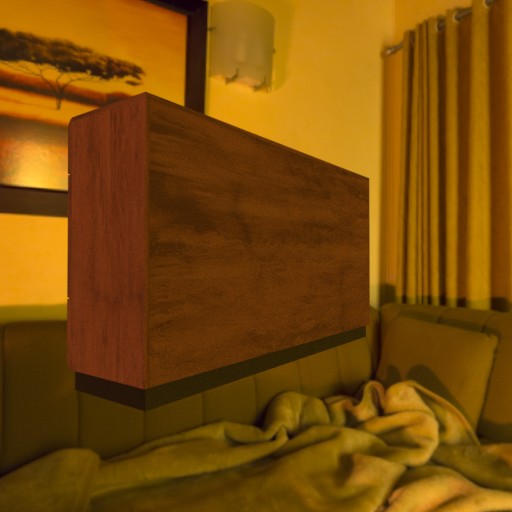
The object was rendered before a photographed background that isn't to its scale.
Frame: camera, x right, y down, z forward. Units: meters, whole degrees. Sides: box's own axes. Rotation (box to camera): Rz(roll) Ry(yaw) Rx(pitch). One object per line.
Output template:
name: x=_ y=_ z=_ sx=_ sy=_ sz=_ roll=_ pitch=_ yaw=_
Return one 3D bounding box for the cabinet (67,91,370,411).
cabinet: x=0.000 y=0.000 z=2.002 sx=0.420 sy=0.900 sz=1.600 roll=-1 pitch=-1 yaw=37
